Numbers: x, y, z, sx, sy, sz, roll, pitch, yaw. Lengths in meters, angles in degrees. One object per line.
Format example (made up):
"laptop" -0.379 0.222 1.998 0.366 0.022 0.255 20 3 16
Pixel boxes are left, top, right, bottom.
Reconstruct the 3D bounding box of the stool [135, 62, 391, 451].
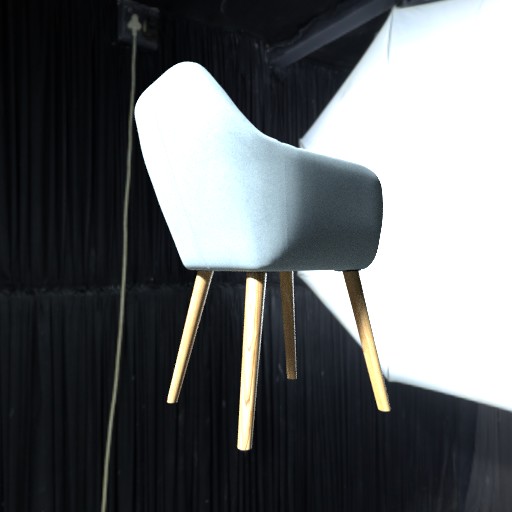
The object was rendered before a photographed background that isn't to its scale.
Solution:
"stool" 0.000 0.000 1.207 0.590 0.830 0.503 1 -1 -34
